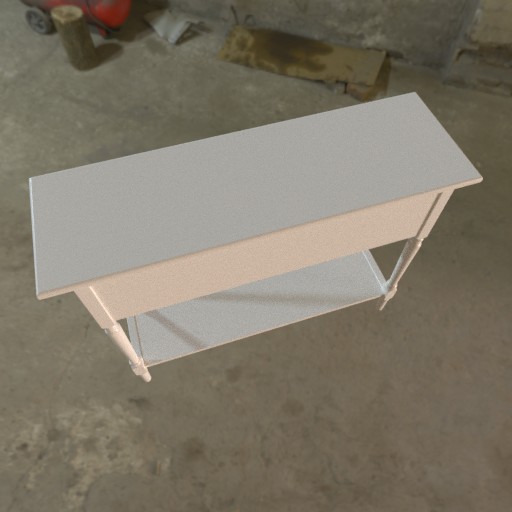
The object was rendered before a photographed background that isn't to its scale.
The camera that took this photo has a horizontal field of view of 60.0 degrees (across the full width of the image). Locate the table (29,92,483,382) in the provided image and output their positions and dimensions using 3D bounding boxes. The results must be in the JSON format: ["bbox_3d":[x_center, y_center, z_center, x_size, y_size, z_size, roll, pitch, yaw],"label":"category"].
[{"bbox_3d":[0.000,0.000,1.558,1.191,0.814,0.386,-15,59,-9],"label":"table"}]
